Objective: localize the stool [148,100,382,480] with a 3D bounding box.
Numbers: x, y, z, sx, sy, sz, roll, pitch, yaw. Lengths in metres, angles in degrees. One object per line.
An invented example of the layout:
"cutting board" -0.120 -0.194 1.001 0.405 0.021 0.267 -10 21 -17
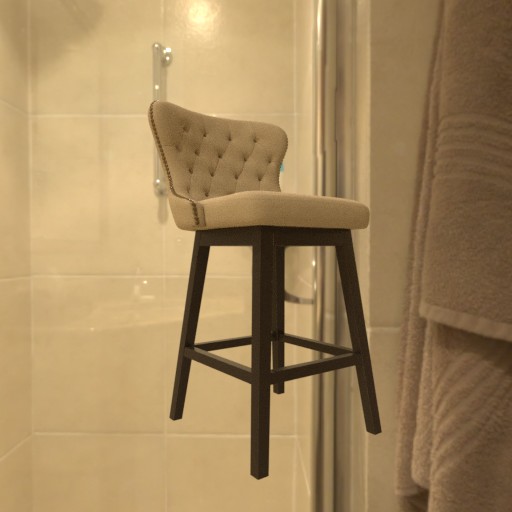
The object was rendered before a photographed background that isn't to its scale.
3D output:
"stool" 0.000 0.000 1.327 0.528 0.971 0.593 -1 1 -36
